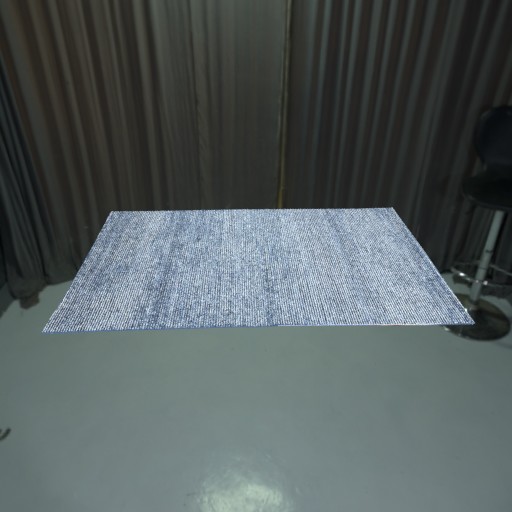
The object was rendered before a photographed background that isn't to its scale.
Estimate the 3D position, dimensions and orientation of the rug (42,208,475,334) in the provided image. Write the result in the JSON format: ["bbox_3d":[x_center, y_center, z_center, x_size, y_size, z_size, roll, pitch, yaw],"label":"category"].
[{"bbox_3d":[0.000,0.000,2.312,1.793,0.025,1.159,-1,30,-1],"label":"rug"}]
